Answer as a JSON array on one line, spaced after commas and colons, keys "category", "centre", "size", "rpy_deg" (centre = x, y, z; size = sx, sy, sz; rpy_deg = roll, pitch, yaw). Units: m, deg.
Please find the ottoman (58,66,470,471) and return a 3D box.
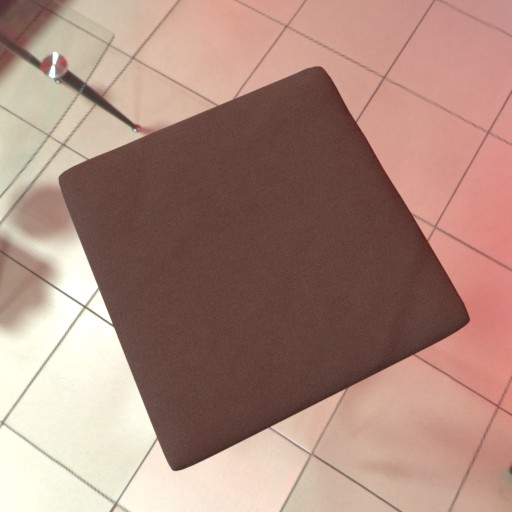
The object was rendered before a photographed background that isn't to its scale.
[{"category": "ottoman", "centre": [0.000, 0.000, 1.785], "size": [1.181, 0.470, 1.181], "rpy_deg": [-25, 77, -6]}]
